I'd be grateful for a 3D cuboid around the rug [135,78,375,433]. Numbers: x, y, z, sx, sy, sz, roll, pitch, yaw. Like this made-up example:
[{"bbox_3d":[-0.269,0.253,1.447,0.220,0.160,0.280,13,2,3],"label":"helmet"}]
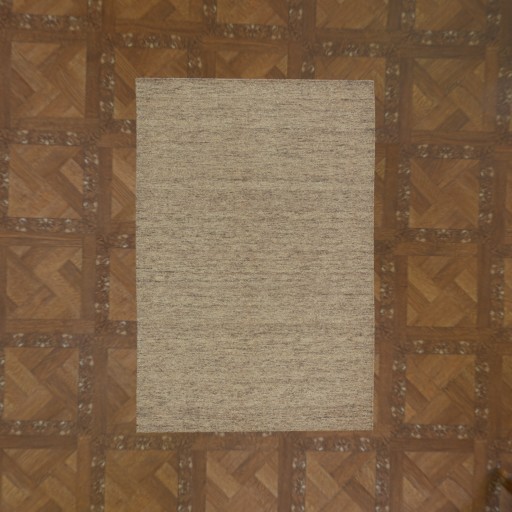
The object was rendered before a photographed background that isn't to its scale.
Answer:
[{"bbox_3d":[0.000,0.000,2.873,1.547,0.013,2.283,0,91,-2],"label":"rug"}]
